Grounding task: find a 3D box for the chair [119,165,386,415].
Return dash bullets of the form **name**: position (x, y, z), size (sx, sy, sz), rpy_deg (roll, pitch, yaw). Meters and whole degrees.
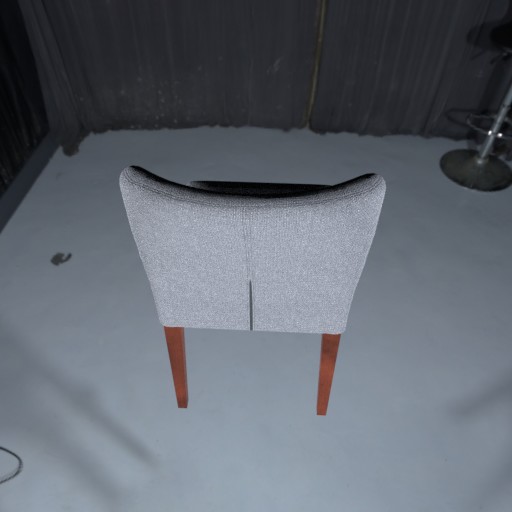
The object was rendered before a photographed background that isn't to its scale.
- **chair**: position (0.000, 0.000, 1.185), size (0.491, 0.839, 0.589), rpy_deg (2, 47, 2)
